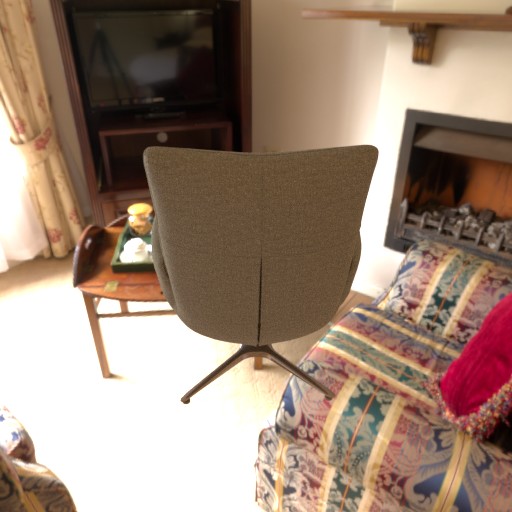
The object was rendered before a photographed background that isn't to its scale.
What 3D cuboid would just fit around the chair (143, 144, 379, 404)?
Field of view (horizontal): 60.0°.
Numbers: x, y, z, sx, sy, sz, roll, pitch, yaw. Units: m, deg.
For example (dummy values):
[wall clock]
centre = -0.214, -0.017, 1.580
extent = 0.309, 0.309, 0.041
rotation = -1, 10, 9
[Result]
[chair]
centre = 0.000, 0.000, 1.536
extent = 0.702, 0.984, 0.831
rotation = -1, 31, -2
